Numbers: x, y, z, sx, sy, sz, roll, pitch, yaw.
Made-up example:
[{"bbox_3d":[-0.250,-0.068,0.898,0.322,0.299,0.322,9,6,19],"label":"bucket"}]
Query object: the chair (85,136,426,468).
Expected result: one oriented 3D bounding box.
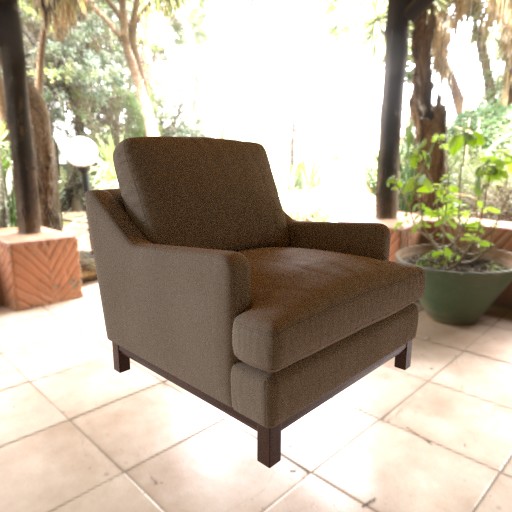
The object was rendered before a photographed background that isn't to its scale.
[{"bbox_3d":[0.000,0.000,1.723,1.001,0.916,0.912,11,17,43],"label":"chair"}]
